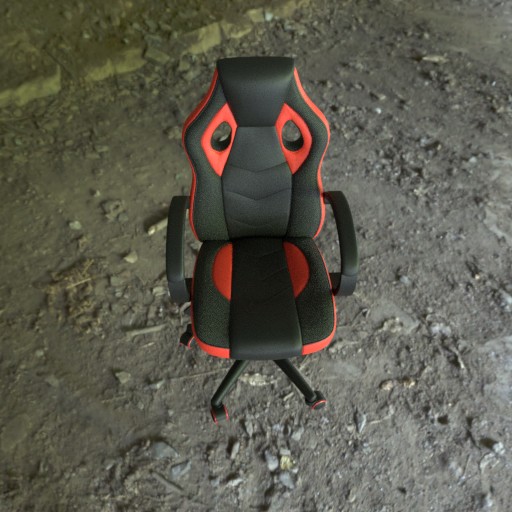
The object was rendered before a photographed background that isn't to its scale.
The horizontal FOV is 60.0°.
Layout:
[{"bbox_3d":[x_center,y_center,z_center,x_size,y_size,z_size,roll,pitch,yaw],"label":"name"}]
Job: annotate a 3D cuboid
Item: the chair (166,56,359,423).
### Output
[{"bbox_3d":[0.000,0.000,1.399,0.600,1.016,0.642,-2,46,-2],"label":"chair"}]
